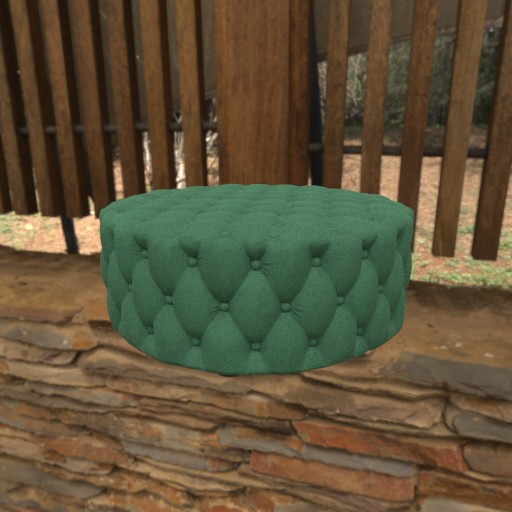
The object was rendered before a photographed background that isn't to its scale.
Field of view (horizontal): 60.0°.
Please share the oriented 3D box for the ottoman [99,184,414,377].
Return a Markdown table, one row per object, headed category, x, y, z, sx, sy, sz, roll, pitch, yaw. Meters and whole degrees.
| category | x | y | z | sx | sy | sz | roll | pitch | yaw |
| --- | --- | --- | --- | --- | --- | --- | --- | --- | --- |
| ottoman | 0.000 | 0.000 | 1.501 | 0.998 | 0.399 | 0.998 | 0 | 16 | 0 |
